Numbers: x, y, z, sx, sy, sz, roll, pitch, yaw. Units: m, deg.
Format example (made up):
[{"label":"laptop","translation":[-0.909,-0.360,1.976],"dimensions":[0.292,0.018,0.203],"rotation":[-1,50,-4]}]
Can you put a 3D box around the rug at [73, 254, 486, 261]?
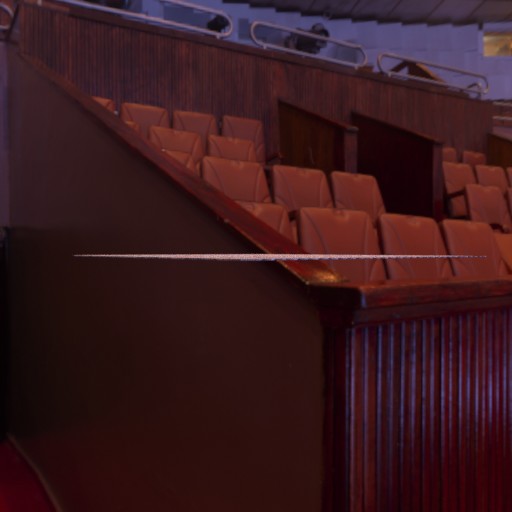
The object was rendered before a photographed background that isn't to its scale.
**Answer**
[{"label":"rug","translation":[0.000,0.000,4.101],"dimensions":[2.437,0.010,3.056],"rotation":[0,1,-38]}]
